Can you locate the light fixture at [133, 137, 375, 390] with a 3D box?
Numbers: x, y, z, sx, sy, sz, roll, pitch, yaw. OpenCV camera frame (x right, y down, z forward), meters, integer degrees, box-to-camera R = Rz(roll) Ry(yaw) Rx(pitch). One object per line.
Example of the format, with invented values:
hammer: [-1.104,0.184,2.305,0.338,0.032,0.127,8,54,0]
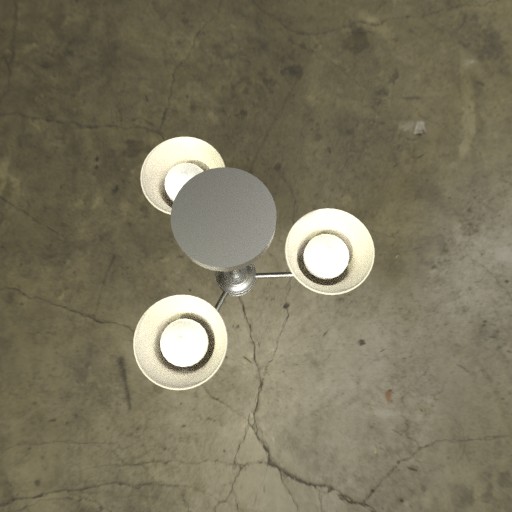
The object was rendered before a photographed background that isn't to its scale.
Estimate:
light fixture: [0.000,0.000,0.682,0.354,0.370,0.388,-1,75,0]
